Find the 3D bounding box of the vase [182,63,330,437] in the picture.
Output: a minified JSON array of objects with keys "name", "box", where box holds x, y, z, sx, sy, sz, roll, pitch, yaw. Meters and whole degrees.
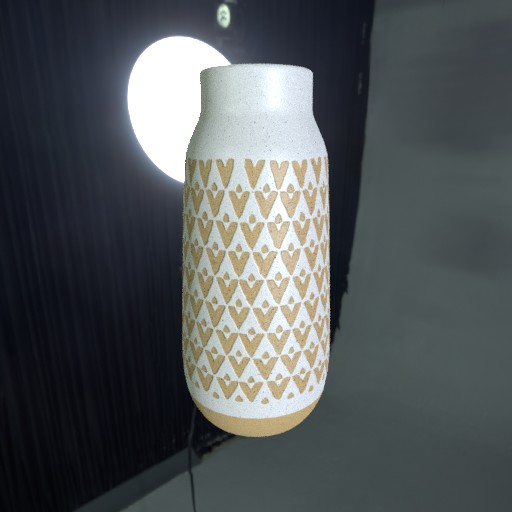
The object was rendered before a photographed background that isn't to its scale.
[{"name":"vase","box":[0.000,0.000,0.396,0.137,0.307,0.137,0,16,0]}]
